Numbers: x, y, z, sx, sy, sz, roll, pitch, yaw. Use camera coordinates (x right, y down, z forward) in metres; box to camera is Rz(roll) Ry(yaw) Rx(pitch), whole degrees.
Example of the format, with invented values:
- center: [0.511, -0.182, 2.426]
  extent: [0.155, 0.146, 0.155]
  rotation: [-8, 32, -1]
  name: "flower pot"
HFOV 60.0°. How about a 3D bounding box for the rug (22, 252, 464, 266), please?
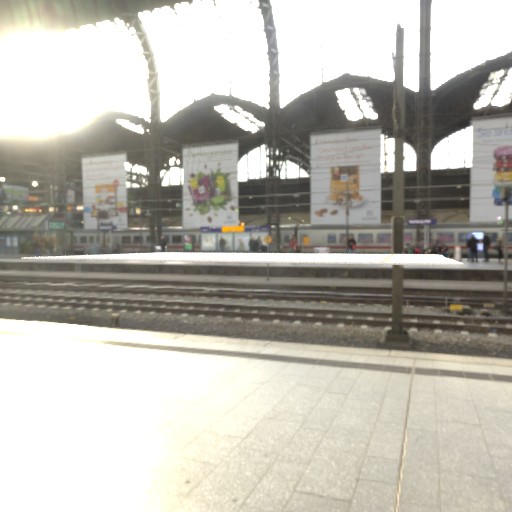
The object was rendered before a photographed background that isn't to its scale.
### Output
- center: [0.000, 0.000, 2.290]
  extent: [1.825, 0.015, 1.232]
  rotation: [1, 2, 19]
  name: "rug"
